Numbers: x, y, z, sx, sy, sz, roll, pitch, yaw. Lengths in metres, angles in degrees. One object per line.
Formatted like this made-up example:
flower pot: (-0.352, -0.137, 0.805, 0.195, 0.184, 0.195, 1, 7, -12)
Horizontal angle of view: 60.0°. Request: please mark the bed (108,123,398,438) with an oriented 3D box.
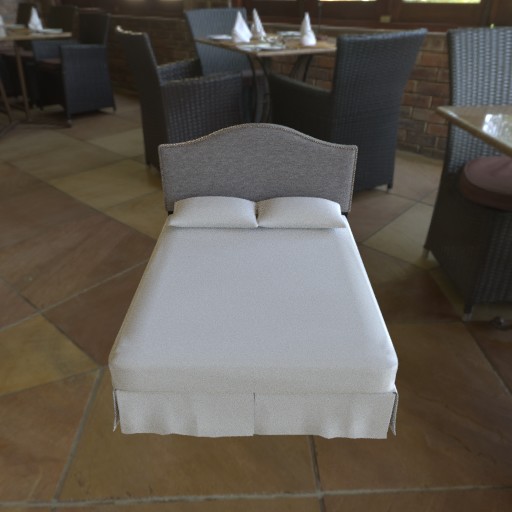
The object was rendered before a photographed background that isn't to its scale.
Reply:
bed: (0.000, 0.000, 2.966, 1.610, 1.295, 1.870, 0, 31, 1)
